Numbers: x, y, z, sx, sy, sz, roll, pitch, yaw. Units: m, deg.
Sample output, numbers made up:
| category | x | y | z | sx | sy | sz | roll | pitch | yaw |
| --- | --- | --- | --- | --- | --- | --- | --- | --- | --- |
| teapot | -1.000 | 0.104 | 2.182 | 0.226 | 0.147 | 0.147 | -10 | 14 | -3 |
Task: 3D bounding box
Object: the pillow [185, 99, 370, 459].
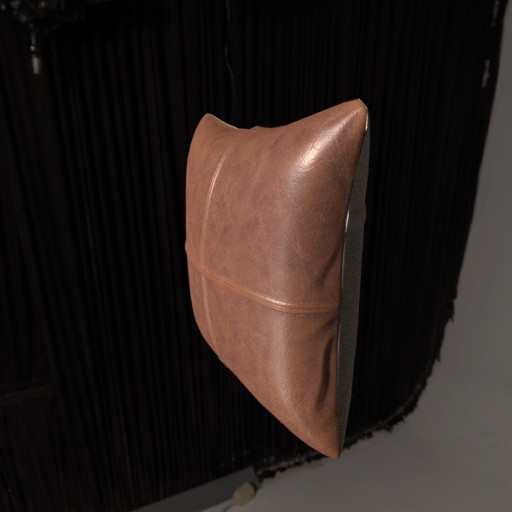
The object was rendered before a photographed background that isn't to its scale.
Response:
| category | x | y | z | sx | sy | sz | roll | pitch | yaw |
| --- | --- | --- | --- | --- | --- | --- | --- | --- | --- |
| pillow | 0.000 | 0.000 | 0.736 | 0.192 | 0.470 | 0.484 | -8 | 18 | -26 |
